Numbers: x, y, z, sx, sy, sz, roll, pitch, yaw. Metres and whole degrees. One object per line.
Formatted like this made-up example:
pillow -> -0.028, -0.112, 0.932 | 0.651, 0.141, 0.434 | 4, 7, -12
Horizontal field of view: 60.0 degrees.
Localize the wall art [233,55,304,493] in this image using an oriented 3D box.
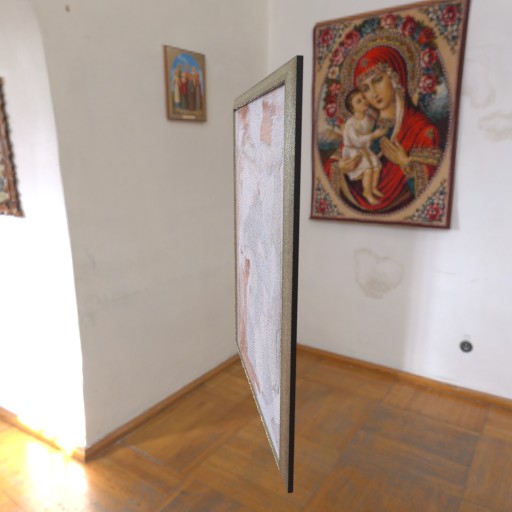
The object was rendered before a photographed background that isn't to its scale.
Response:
wall art -> 0.000, 0.000, 0.908 | 0.018, 0.660, 0.559 | -3, 14, -11
